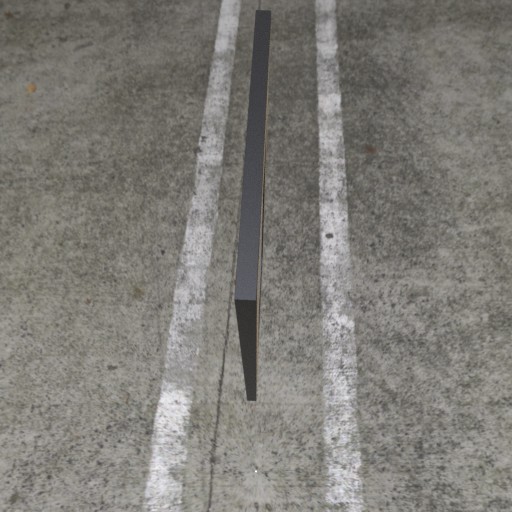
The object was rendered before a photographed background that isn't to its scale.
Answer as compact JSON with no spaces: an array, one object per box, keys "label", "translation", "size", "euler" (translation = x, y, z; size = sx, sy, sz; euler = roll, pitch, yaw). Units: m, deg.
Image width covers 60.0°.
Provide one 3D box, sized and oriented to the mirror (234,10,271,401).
[{"label":"mirror","translation":[0.000,0.000,1.479],"size":[0.038,1.219,0.762],"euler":[3,64,1]}]
